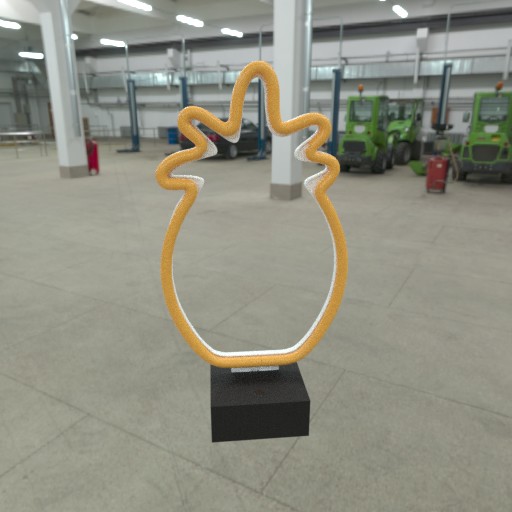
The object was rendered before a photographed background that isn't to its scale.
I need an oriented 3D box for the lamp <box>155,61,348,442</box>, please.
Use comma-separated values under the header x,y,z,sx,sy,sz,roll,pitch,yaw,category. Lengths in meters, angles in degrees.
x,y,z,sx,sy,sz,roll,pitch,yaw,category
0.000,0.000,0.391,0.167,0.317,0.088,-2,18,-5,lamp
